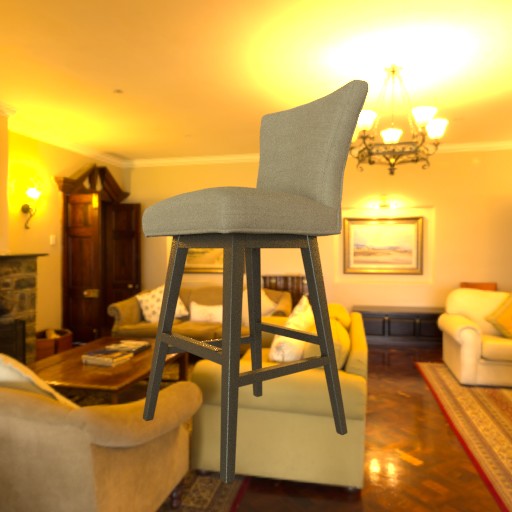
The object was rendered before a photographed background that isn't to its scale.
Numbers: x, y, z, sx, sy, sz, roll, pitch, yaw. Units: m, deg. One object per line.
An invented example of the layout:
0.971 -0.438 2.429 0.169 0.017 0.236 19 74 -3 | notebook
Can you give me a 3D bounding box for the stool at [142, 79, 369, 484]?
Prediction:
0.000 0.000 1.422 0.574 1.086 0.514 -1 1 -36 | stool
